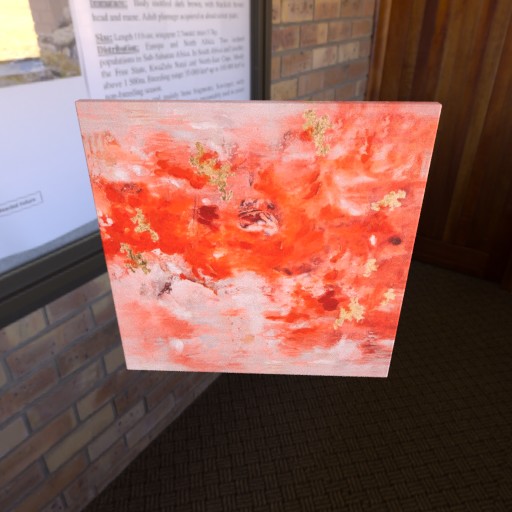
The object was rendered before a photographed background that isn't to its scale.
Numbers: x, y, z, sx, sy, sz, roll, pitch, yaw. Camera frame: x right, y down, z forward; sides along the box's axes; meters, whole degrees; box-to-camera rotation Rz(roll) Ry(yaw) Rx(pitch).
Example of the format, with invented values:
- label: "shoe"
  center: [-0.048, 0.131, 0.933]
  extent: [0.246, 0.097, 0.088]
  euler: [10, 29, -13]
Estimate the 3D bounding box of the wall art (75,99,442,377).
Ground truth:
- label: "wall art"
  center: [0.000, 0.000, 1.302]
  extent: [0.878, 0.878, 0.066]
  euler: [1, 30, 2]
